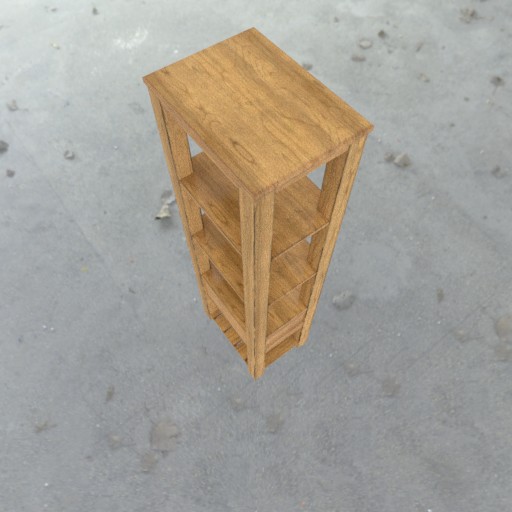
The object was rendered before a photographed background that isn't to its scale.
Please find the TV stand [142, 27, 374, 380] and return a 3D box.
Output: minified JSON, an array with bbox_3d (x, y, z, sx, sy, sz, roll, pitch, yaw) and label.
[{"bbox_3d":[0.000,0.000,2.074,0.435,1.828,0.565,-33,65,-17],"label":"TV stand"}]
